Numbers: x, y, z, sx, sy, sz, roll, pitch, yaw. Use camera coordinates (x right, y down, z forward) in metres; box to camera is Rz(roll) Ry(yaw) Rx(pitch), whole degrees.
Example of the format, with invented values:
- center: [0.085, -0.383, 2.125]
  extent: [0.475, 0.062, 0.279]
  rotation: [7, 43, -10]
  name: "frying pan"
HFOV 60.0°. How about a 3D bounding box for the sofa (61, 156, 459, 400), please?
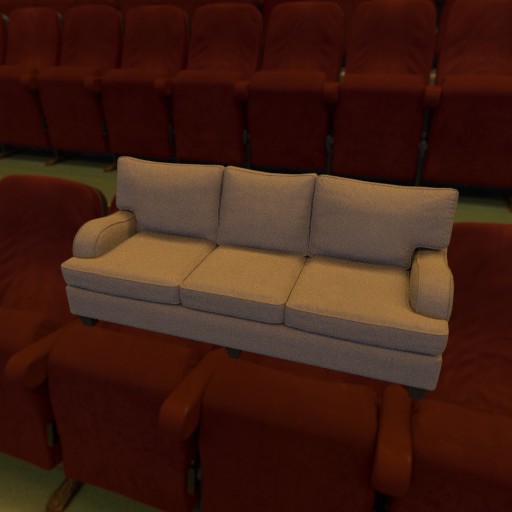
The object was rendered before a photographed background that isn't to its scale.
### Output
- center: [0.000, 0.000, 2.869]
  extent: [2.323, 0.991, 1.016]
  rotation: [8, 28, 16]
  name: "sofa"
